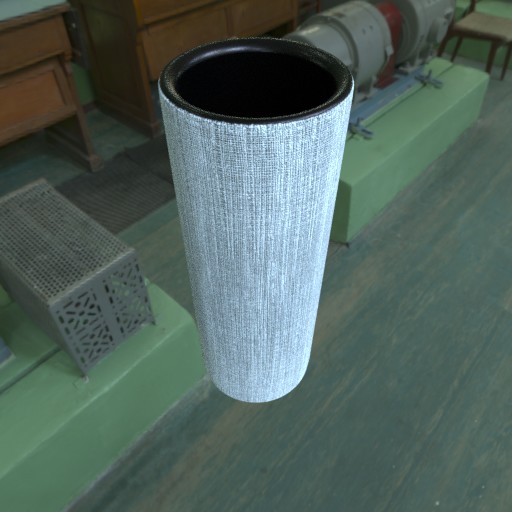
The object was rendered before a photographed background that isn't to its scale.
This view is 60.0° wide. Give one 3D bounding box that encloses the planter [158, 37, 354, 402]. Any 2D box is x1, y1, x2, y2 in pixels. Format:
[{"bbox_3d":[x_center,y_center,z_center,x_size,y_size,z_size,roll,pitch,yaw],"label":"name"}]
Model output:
[{"bbox_3d":[0.000,0.000,0.324,0.100,0.270,0.100,31,54,27],"label":"planter"}]
